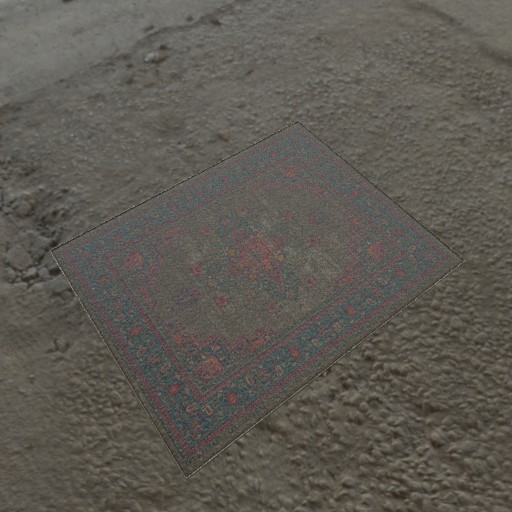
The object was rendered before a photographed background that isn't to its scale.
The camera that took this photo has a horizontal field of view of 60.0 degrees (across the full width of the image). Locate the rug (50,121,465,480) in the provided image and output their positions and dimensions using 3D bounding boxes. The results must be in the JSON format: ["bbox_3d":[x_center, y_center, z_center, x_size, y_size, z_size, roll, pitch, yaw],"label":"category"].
[{"bbox_3d":[0.000,0.000,4.151,3.057,0.013,2.434,-32,62,-19],"label":"rug"}]
